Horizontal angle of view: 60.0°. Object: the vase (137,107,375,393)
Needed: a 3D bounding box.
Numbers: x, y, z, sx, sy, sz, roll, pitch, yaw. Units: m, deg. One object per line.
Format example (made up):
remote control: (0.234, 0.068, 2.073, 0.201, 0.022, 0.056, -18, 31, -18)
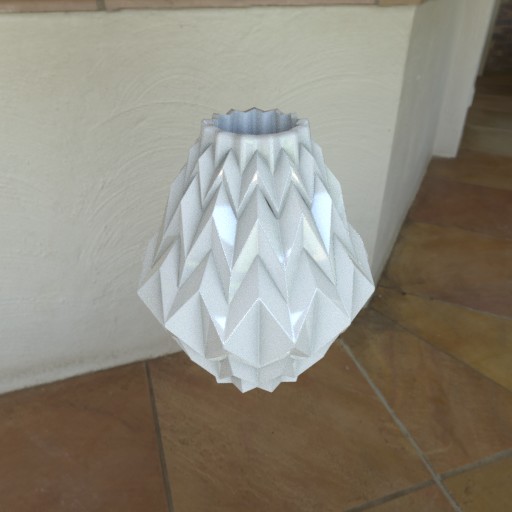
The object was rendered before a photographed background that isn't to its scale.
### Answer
vase: (0.000, 0.000, 0.306, 0.164, 0.185, 0.164, 0, 32, 0)
